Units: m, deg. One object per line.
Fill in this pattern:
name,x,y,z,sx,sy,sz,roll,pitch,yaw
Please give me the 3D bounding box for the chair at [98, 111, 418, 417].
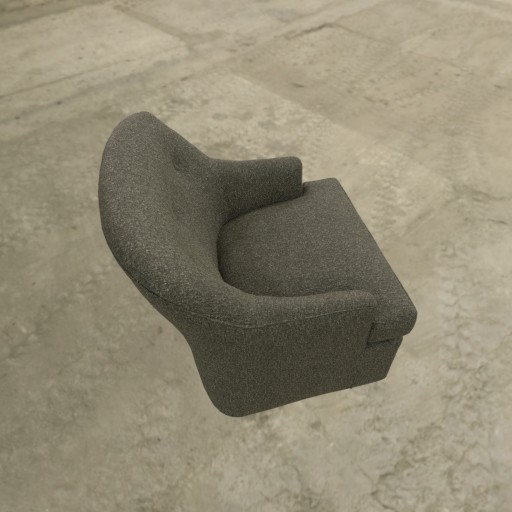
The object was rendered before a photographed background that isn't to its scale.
chair,0.000,0.000,1.603,0.923,0.856,0.864,-10,47,-9
